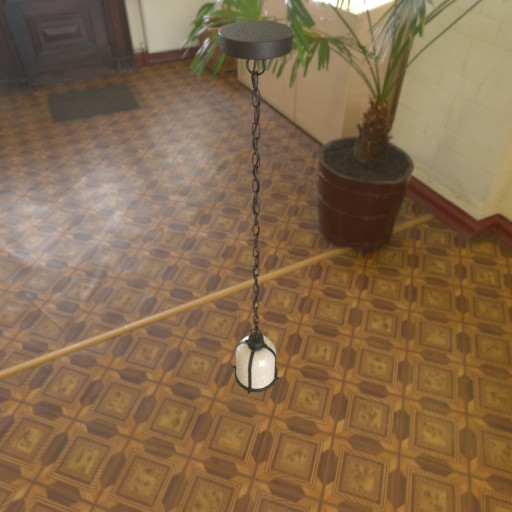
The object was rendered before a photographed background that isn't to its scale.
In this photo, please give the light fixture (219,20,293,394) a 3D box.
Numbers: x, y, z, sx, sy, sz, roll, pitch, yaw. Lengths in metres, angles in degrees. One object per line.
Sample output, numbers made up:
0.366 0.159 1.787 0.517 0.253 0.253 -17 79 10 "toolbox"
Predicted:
0.000 0.000 1.258 0.178 1.181 0.178 12 43 13 "light fixture"
